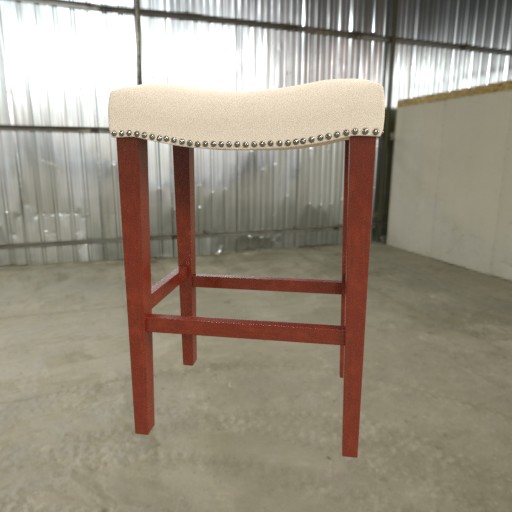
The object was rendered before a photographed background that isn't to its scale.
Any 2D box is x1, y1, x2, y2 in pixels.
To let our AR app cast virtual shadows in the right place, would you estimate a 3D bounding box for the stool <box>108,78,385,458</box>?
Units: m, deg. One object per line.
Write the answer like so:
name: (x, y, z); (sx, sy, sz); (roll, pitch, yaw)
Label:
stool: (0.000, 0.000, 1.026); (0.504, 0.742, 0.372); (2, 14, 9)
